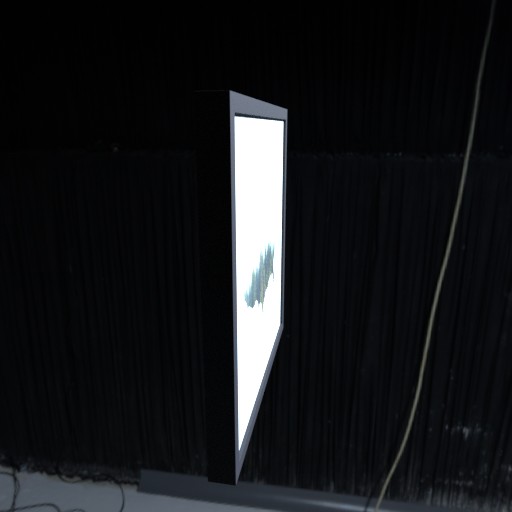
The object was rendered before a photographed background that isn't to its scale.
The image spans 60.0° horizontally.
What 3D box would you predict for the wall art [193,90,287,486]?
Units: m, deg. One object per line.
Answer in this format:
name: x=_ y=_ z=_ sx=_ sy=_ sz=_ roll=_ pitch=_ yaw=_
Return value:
wall art: x=0.000 y=0.000 z=0.780 sx=0.040 sy=0.509 sz=0.509 roll=3 pitch=16 yaw=10
